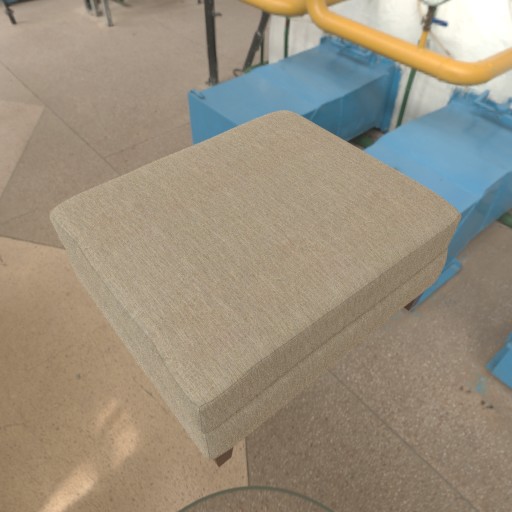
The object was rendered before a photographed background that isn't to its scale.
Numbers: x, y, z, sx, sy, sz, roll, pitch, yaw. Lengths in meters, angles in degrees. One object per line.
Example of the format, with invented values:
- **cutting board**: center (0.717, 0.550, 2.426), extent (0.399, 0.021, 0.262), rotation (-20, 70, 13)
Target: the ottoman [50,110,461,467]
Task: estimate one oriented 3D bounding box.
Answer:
- **ottoman**: center (0.000, 0.000, 1.457), extent (0.976, 0.492, 0.836), rotation (-31, 54, -26)
